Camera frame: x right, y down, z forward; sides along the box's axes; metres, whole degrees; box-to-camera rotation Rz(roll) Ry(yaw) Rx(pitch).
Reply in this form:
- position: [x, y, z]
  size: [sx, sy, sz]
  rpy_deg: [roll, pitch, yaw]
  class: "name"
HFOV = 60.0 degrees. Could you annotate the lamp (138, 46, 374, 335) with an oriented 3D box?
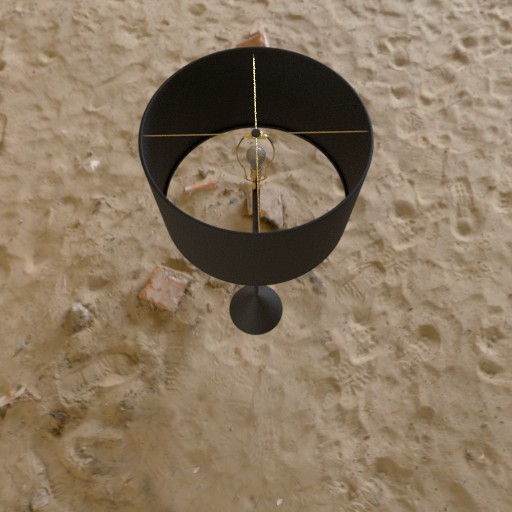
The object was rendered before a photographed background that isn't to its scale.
- position: [0.000, 0.000, 1.789]
  size: [0.580, 1.526, 0.580]
  rpy_deg: [-1, 66, -1]
  class: "lamp"
